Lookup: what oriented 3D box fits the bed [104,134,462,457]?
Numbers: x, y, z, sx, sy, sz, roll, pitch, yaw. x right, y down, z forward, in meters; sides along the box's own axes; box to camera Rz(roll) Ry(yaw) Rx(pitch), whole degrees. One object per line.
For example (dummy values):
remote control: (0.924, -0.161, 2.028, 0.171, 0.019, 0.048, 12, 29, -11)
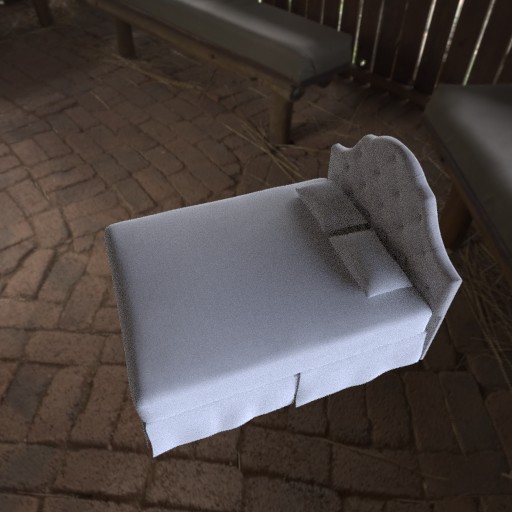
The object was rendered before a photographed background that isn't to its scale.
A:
bed: (0.000, 0.000, 3.740, 2.477, 1.617, 2.039, -14, 48, -14)
